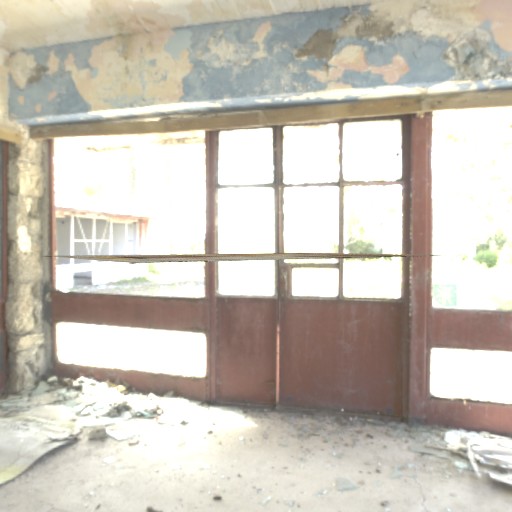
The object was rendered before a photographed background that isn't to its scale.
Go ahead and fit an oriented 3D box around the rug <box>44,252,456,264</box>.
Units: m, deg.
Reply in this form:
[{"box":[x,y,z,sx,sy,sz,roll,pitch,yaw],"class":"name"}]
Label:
[{"box":[0.000,0.000,2.405,1.918,0.007,1.268,-1,2,-37],"class":"rug"}]
